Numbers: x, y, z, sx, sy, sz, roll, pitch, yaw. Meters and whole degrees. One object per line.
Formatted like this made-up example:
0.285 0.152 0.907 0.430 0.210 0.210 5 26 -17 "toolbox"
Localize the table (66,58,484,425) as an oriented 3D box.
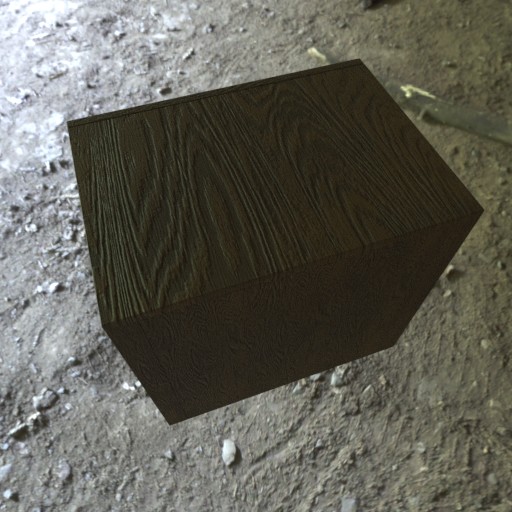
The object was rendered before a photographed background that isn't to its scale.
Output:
0.000 0.000 0.957 0.560 0.585 0.439 -16 58 -11 "table"
